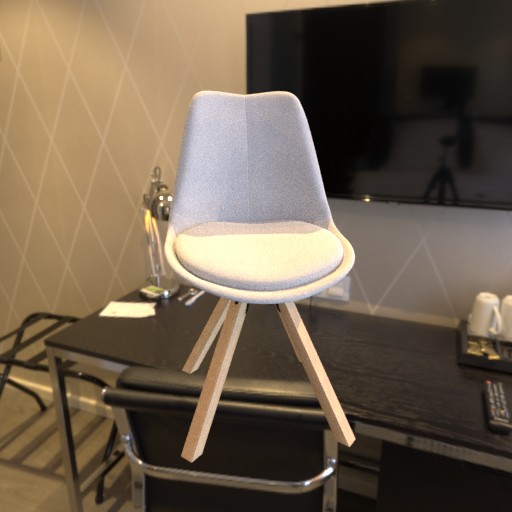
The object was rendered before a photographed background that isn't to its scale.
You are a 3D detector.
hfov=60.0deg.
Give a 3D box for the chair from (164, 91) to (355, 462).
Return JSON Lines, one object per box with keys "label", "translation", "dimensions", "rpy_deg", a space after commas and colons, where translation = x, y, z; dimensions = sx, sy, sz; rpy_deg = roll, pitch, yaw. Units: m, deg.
{"label": "chair", "translation": [0.000, 0.000, 1.192], "dimensions": [0.474, 0.863, 0.549], "rpy_deg": [-2, 17, -7]}
